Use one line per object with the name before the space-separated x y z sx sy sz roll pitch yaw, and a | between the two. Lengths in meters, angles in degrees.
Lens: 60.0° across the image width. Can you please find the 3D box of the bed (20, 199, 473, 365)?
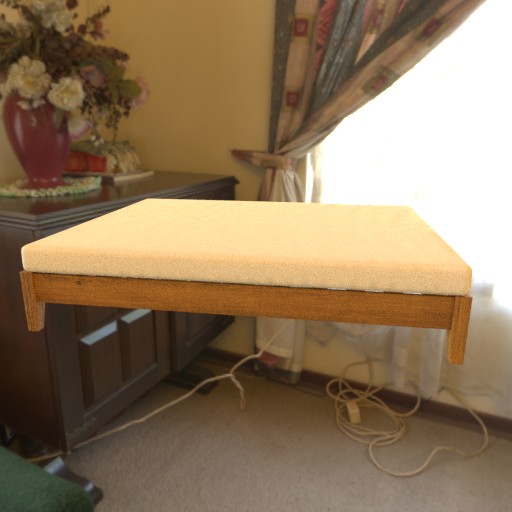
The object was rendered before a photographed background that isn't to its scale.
bed | 0.000 0.000 2.683 2.016 0.431 1.536 3 16 9
